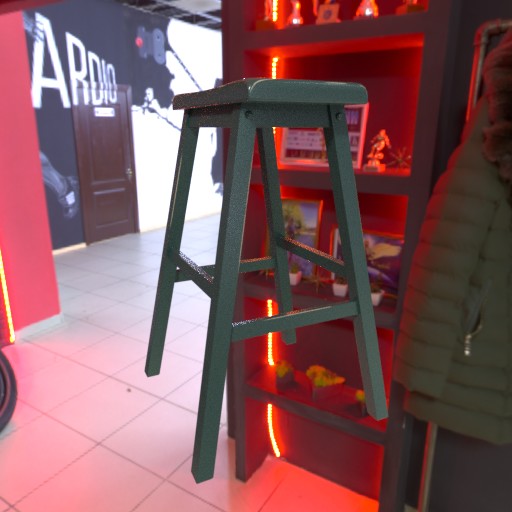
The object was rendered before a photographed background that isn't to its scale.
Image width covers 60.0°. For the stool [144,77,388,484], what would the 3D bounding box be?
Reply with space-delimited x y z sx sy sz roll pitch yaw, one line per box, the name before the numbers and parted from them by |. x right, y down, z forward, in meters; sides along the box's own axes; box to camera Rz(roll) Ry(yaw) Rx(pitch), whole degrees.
stool | 0.000 0.000 1.047 0.476 0.737 0.457 -8 18 -25
